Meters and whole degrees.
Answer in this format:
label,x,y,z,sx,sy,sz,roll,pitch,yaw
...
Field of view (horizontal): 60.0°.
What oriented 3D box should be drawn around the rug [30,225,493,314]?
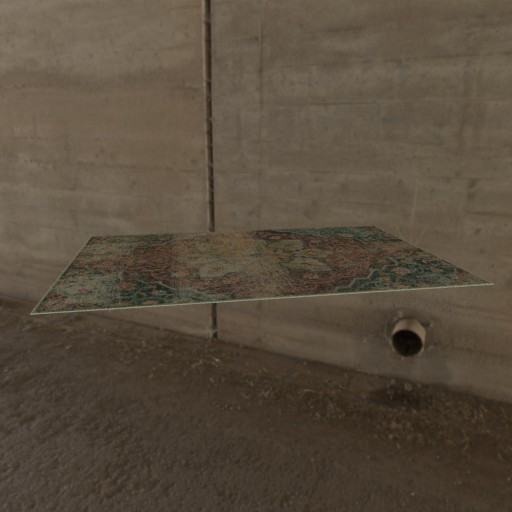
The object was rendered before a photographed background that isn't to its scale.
label,x,y,z,sx,sy,sz,roll,pitch,yaw
rug,0.000,0.000,2.911,2.363,0.004,1.566,-2,16,-9
